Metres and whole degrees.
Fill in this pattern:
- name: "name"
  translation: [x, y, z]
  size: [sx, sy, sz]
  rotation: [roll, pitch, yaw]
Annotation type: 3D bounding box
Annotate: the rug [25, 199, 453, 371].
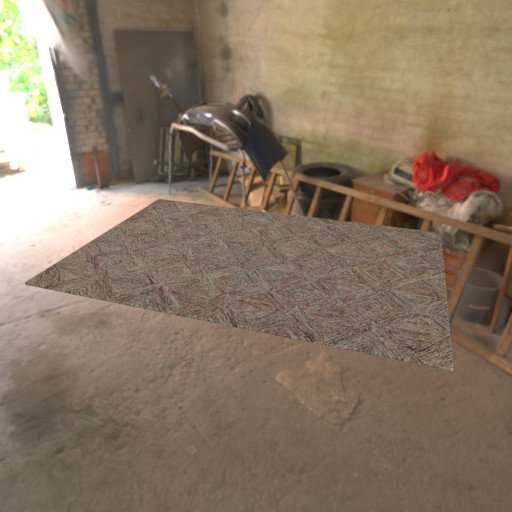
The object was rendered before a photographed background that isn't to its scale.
- name: "rug"
  translation: [0.000, 0.000, 2.857]
  size: [2.285, 0.019, 1.523]
  rotation: [9, 28, 17]
